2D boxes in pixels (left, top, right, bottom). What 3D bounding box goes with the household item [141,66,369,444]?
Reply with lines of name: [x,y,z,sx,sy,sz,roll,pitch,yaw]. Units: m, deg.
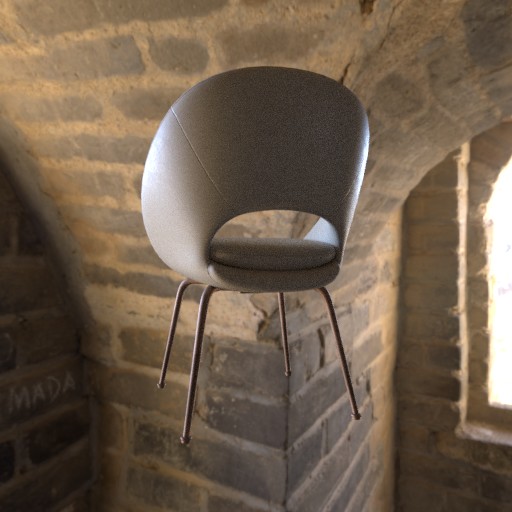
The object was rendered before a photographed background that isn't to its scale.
household item: [0.000,0.000,1.256,0.623,0.852,0.573,0,0,-19]
